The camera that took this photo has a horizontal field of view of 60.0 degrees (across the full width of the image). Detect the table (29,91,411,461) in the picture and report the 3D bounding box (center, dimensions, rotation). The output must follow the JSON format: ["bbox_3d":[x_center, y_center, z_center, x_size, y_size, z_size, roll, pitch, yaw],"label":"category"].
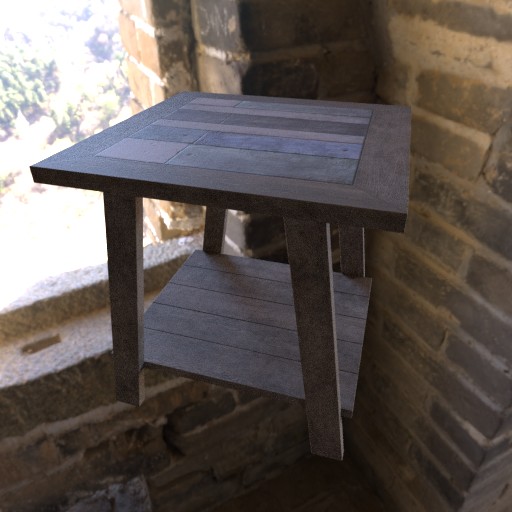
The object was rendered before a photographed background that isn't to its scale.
[{"bbox_3d":[0.000,0.000,1.075,0.610,0.610,0.610,9,33,14],"label":"table"}]
